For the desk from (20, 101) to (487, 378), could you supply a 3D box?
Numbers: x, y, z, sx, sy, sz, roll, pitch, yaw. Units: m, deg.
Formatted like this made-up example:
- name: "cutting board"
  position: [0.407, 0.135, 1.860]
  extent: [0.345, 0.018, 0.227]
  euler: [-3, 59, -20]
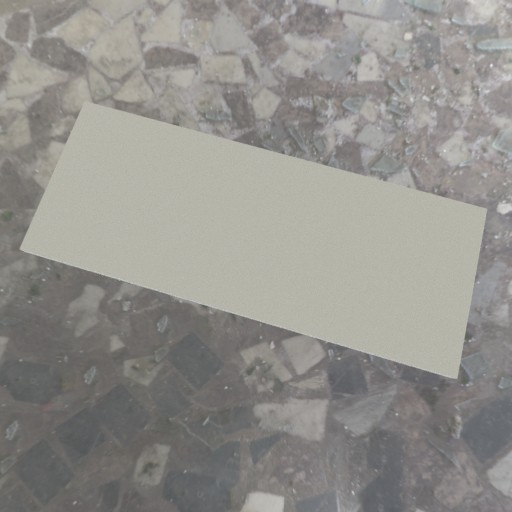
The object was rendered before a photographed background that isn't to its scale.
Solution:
- name: "desk"
  position: [0.000, 0.000, 1.922]
  extent: [1.530, 0.773, 0.603]
  euler: [16, 76, 4]
